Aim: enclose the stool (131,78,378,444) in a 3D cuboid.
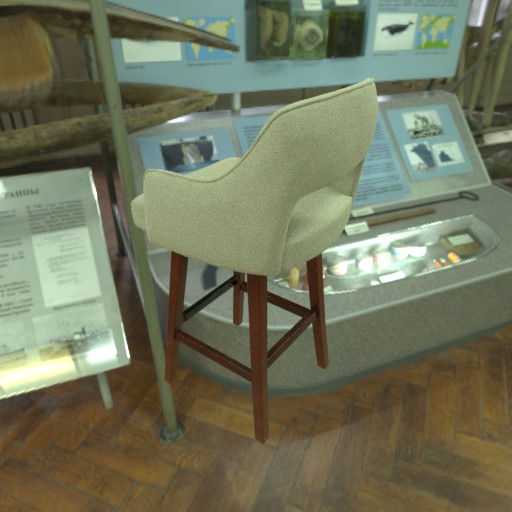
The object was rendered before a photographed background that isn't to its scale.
[{"bbox_3d":[0.000,0.000,1.350,0.560,1.041,0.550,21,37,31],"label":"stool"}]
